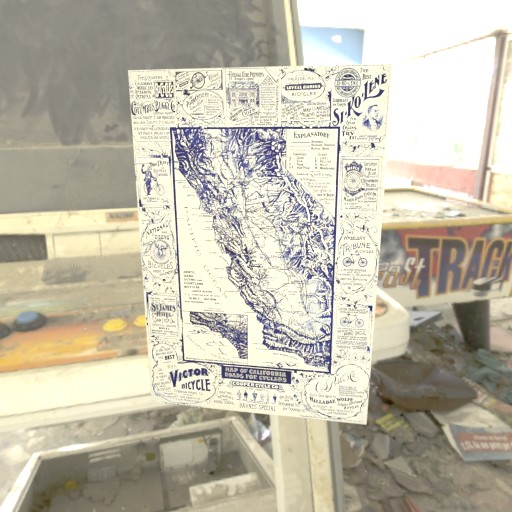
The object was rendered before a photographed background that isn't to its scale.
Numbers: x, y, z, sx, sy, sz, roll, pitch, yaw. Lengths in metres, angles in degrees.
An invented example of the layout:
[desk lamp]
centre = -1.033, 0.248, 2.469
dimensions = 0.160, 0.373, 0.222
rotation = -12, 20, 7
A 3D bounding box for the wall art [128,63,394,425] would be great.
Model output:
[wall art]
centre = 0.000, 0.000, 0.957
dimensions = 0.511, 0.753, 0.039
rotation = 3, 16, 10
